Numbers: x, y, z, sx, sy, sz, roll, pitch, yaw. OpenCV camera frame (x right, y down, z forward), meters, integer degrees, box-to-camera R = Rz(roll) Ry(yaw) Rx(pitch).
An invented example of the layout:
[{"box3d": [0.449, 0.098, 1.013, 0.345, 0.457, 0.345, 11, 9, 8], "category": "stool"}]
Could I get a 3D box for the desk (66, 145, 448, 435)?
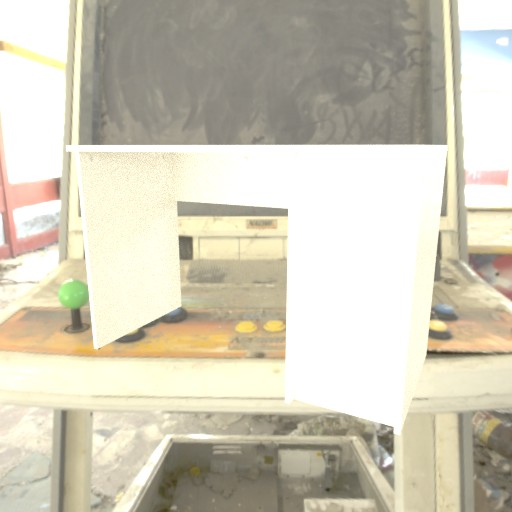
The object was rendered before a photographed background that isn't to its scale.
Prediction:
[{"box3d": [0.000, 0.000, 1.517, 1.097, 0.735, 0.560, 7, 16, 27], "category": "desk"}]
